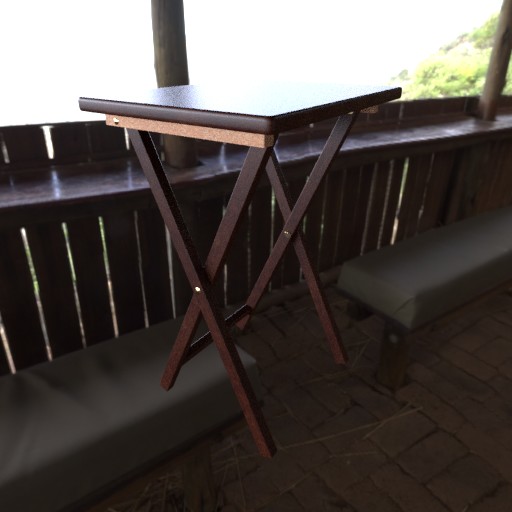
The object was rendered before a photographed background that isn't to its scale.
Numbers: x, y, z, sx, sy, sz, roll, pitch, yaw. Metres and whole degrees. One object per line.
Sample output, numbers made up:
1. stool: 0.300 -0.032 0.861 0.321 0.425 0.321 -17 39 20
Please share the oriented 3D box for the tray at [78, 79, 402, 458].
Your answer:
1. tray: 0.000 0.000 0.943 0.381 0.660 0.483 17 30 31
